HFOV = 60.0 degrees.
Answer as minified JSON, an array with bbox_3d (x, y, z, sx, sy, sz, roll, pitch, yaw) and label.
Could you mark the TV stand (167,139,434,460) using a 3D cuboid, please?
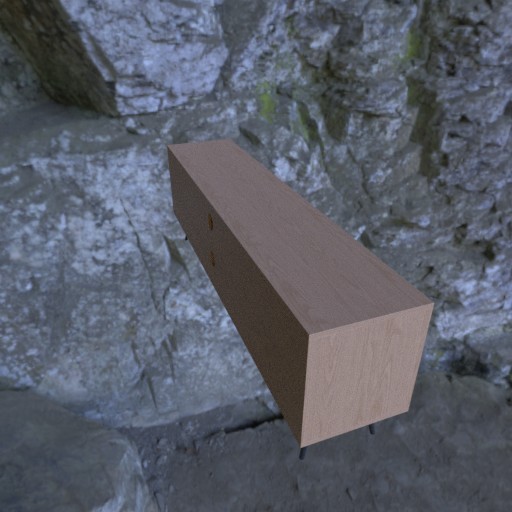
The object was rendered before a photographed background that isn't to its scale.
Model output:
[{"bbox_3d":[0.000,0.000,1.980,0.400,0.580,1.760,-11,31,-18],"label":"TV stand"}]
